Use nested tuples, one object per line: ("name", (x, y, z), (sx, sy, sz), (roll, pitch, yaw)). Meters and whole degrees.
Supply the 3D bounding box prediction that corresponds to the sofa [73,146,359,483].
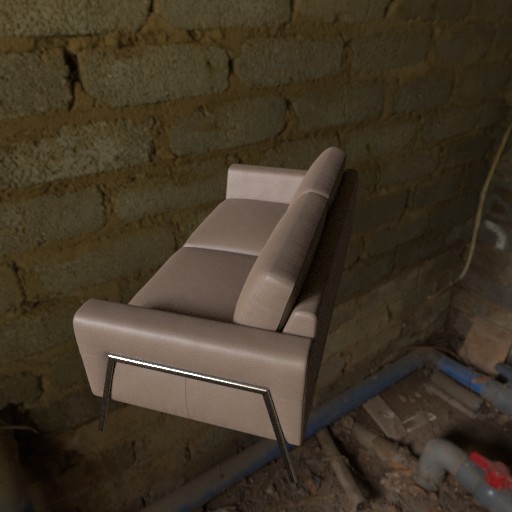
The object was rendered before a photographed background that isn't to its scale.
("sofa", (0.000, 0.000, 2.536), (0.953, 0.875, 2.017), (8, 31, 14))
